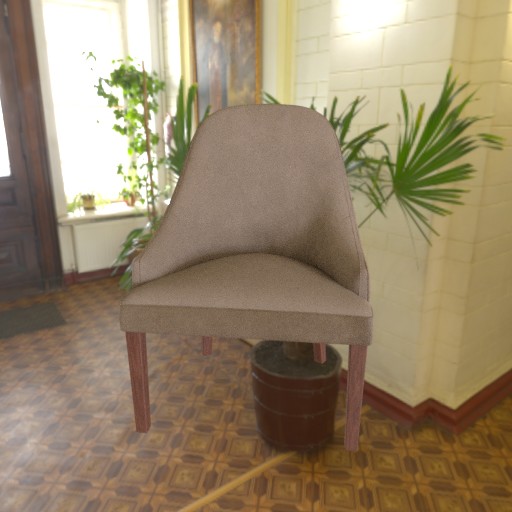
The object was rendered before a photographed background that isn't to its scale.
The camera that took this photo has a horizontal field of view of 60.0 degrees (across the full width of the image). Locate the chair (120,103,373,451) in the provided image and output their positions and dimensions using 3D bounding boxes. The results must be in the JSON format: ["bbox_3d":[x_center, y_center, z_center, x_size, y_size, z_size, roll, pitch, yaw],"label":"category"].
[{"bbox_3d":[0.000,0.000,1.329,0.643,0.889,0.575,2,16,7],"label":"chair"}]
